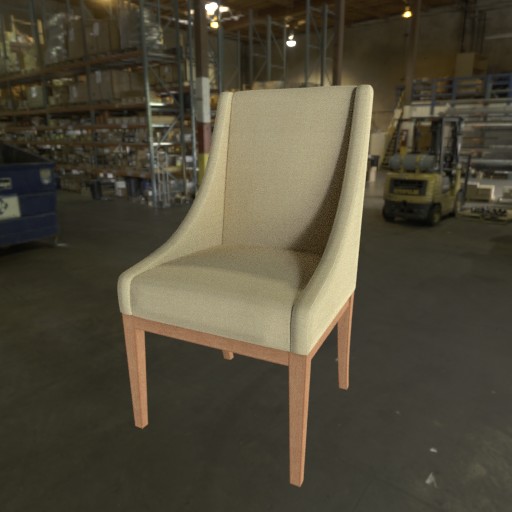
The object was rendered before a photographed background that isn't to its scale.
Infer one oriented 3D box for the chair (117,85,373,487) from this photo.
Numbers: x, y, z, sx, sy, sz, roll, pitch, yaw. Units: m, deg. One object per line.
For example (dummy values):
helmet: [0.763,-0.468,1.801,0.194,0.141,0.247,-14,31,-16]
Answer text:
chair: [0.000,0.000,1.369,0.575,1.021,0.611,8,17,26]
